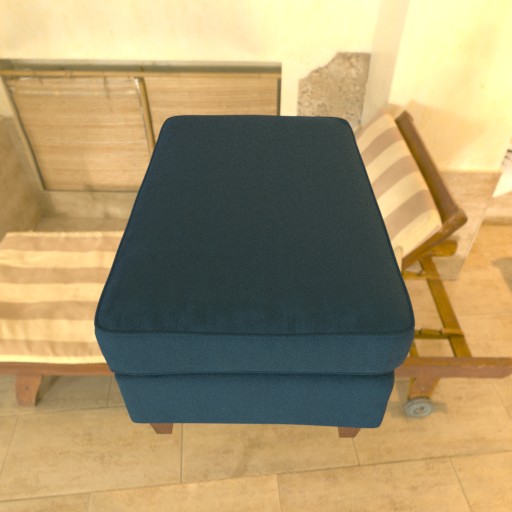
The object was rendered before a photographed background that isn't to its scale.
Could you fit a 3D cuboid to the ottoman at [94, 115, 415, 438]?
[{"bbox_3d":[0.000,0.000,1.203,0.583,0.484,0.862,0,42,0],"label":"ottoman"}]
